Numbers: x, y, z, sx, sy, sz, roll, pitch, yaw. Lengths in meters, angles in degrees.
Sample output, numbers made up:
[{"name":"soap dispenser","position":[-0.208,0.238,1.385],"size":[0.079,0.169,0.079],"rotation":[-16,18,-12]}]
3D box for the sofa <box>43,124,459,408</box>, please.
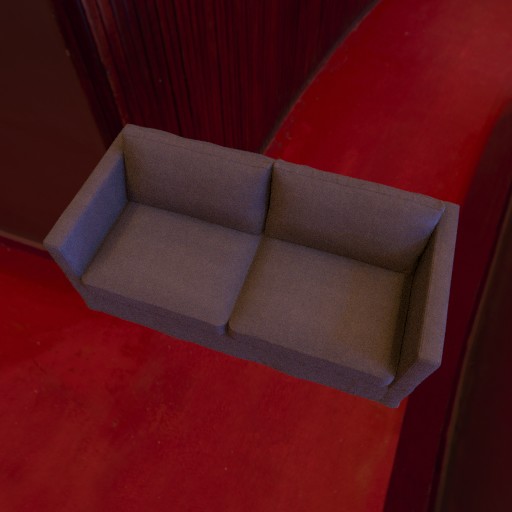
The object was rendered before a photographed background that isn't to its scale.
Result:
[{"name":"sofa","position":[0.000,0.000,2.497],"size":[1.982,0.855,0.953],"rotation":[16,60,10]}]
